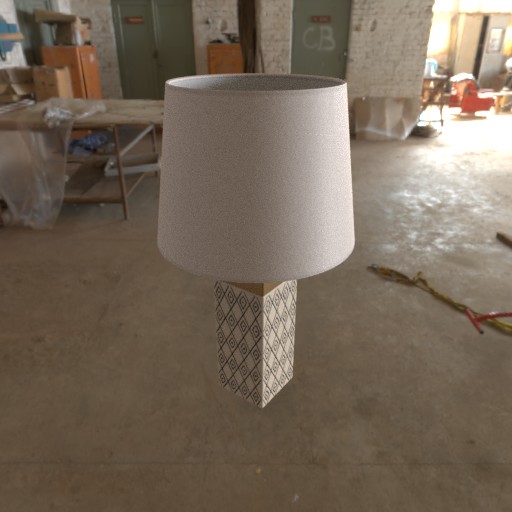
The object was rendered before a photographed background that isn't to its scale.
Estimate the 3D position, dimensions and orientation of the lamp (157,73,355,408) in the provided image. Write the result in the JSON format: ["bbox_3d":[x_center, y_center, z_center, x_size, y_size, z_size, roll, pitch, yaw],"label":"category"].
[{"bbox_3d":[0.000,0.000,0.589,0.251,0.435,0.251,0,27,0],"label":"lamp"}]
